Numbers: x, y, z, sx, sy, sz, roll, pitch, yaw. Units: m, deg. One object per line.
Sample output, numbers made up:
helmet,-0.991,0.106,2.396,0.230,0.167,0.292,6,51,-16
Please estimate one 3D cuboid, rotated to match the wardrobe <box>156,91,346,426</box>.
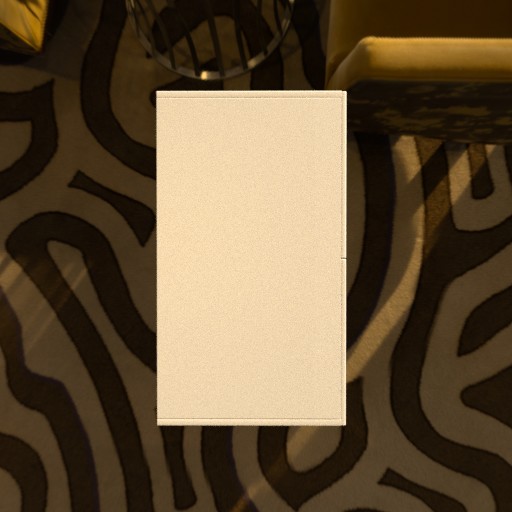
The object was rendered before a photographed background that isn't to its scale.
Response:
wardrobe,0.000,0.000,2.213,0.577,1.808,0.991,0,91,0
